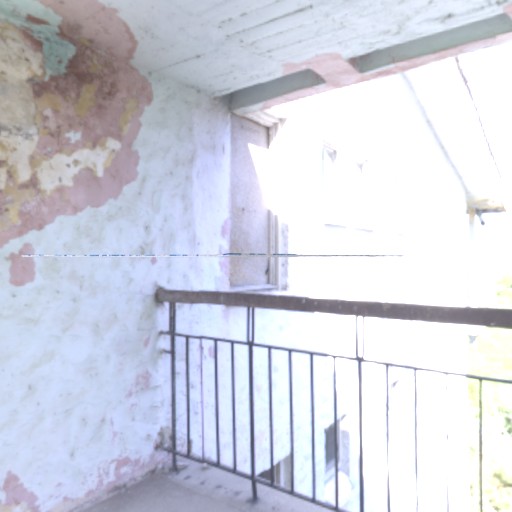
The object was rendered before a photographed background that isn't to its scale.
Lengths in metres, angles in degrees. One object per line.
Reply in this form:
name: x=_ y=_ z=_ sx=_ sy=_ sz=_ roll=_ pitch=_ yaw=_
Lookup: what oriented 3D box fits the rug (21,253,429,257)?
rug: x=0.000 y=0.000 z=2.305 sx=1.209 sy=0.011 sz=1.830 roll=0 pitch=0 yaw=38
